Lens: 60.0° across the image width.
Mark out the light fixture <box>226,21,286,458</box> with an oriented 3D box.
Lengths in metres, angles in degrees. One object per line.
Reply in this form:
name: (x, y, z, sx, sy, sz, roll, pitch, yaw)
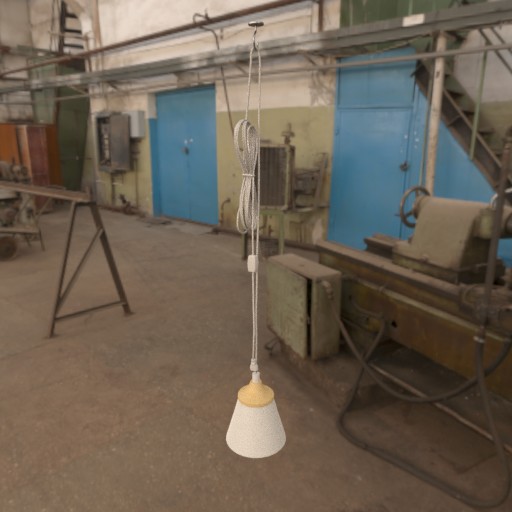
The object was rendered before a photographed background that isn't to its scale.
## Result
light fixture: (0.000, 0.000, 1.014, 0.153, 0.966, 0.153, -15, 21, -43)
